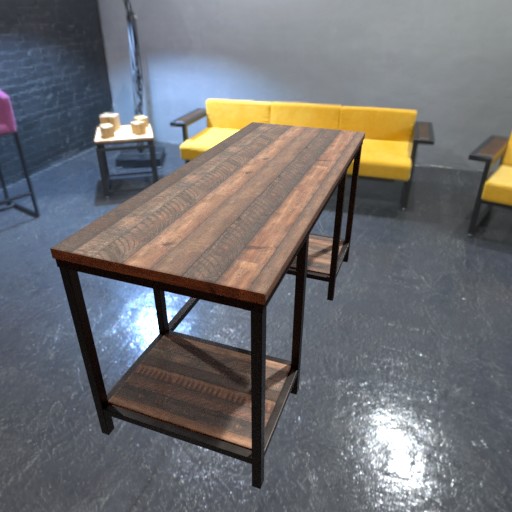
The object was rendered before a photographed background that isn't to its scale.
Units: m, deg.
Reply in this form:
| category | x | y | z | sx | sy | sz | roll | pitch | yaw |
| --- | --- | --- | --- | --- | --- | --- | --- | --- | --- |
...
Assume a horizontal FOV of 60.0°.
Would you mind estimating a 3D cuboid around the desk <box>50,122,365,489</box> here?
| category | x | y | z | sx | sy | sz | roll | pitch | yaw |
| --- | --- | --- | --- | --- | --- | --- | --- | --- | --- |
| desk | 0.000 | 0.000 | 1.920 | 0.617 | 0.753 | 1.538 | 11 | 32 | 18 |
